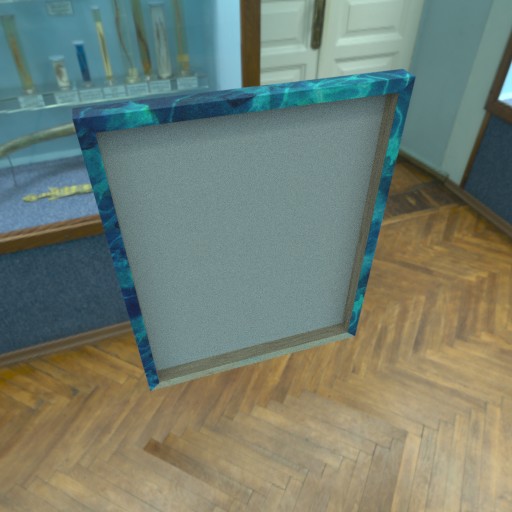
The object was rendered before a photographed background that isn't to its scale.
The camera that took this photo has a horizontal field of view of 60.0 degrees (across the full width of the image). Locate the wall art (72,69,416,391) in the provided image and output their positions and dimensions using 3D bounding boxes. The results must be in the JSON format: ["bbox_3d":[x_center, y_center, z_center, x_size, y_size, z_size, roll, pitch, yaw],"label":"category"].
[{"bbox_3d":[0.000,0.000,0.851,0.508,0.635,0.038,-12,43,-13],"label":"wall art"}]
